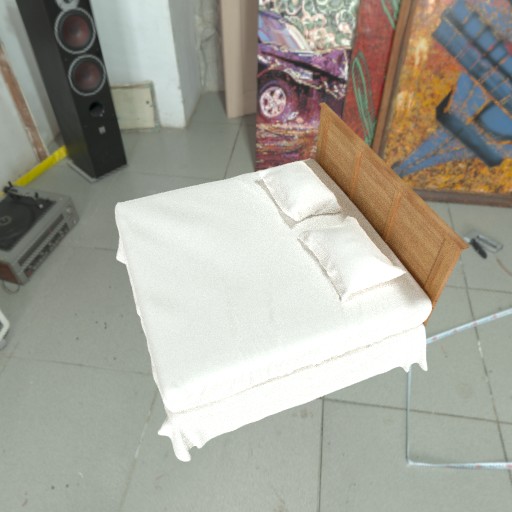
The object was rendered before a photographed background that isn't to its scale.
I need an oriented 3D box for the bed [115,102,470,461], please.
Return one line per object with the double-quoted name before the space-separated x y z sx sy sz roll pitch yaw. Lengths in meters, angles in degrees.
"bed" 0.000 0.000 3.622 2.215 1.270 2.317 -16 49 -14
